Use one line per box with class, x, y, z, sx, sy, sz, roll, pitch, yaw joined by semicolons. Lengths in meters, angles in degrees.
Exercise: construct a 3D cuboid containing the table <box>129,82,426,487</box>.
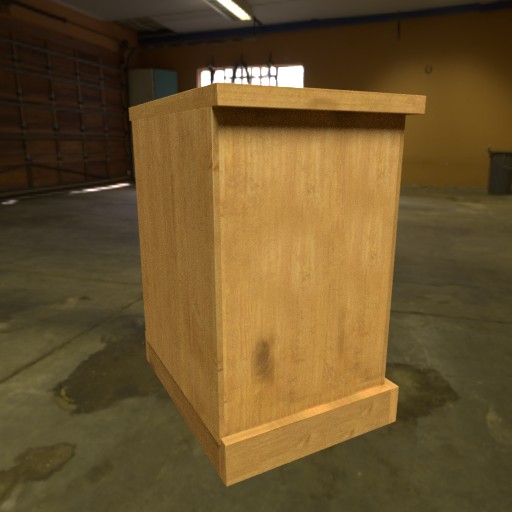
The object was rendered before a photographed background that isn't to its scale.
table;0.000;0.000;1.240;0.500;0.813;0.660;-8;16;-27
